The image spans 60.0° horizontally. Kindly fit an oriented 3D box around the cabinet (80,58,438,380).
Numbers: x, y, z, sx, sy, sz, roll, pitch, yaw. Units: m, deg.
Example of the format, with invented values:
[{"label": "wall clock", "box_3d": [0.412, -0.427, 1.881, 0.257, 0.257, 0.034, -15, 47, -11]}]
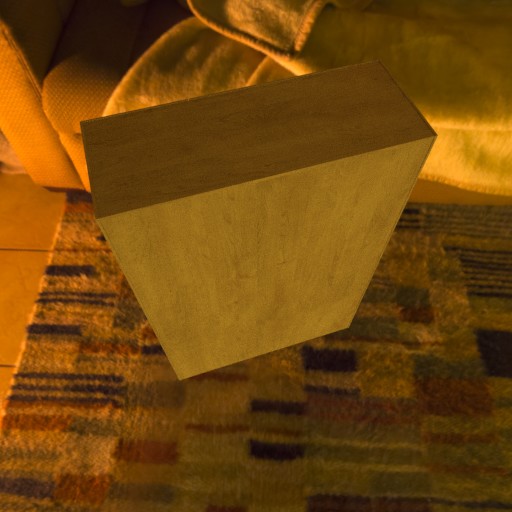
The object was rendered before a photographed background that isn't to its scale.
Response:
[{"label": "cabinet", "box_3d": [0.000, 0.000, 2.524, 1.290, 1.910, 0.510, -15, 60, -9]}]
